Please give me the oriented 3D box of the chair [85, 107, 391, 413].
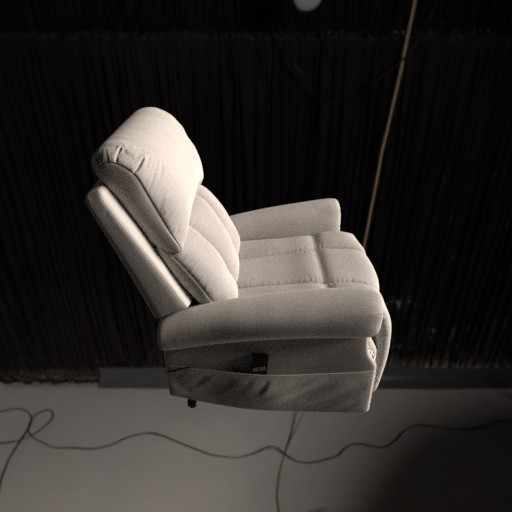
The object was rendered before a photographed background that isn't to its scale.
[{"bbox_3d":[0.000,0.000,1.725,0.979,1.031,0.871,0,30,-1],"label":"chair"}]
